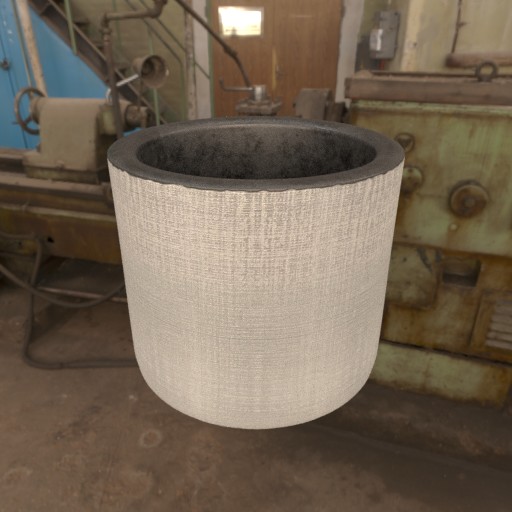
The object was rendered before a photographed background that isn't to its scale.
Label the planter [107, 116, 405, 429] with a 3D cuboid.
[{"bbox_3d":[0.000,0.000,0.216,0.125,0.112,0.125,0,27,0],"label":"planter"}]
